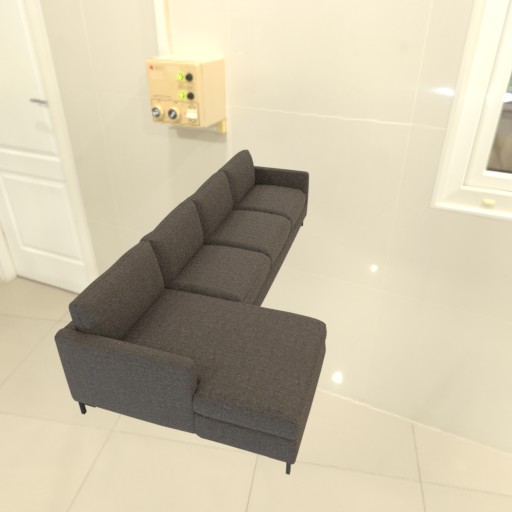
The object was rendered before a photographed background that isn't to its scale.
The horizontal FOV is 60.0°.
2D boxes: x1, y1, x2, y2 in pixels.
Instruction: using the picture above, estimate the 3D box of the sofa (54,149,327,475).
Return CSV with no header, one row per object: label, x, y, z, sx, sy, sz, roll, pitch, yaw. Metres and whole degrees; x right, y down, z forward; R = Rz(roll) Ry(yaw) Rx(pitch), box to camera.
sofa,0.000,0.000,3.196,1.258,0.754,2.731,9,32,15
